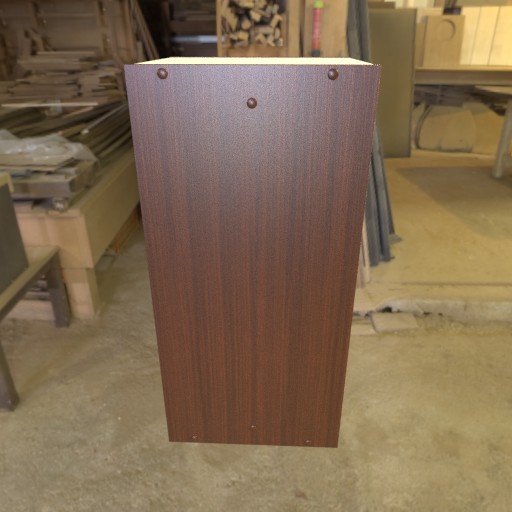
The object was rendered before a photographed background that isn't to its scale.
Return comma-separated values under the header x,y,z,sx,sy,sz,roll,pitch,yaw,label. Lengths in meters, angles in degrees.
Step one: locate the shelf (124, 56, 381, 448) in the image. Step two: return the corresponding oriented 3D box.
x,y,z,sx,sy,sz,roll,pitch,yaw,label
0.000,0.000,0.742,0.290,0.600,0.253,1,26,2,shelf
